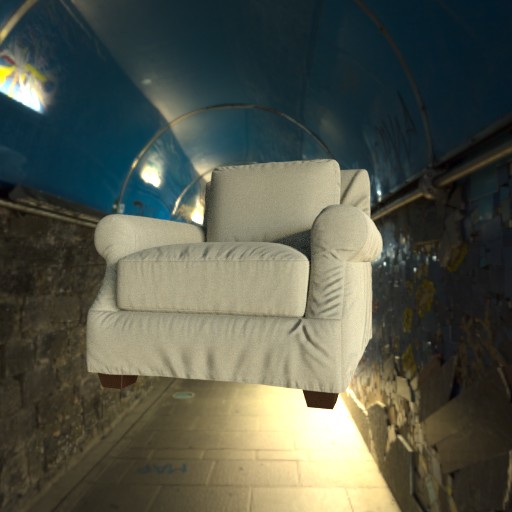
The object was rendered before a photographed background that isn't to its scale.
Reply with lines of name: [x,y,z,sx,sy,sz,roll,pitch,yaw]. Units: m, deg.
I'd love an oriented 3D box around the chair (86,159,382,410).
chair: [0.000,0.000,1.764,0.940,0.866,1.066,-1,-2,18]
